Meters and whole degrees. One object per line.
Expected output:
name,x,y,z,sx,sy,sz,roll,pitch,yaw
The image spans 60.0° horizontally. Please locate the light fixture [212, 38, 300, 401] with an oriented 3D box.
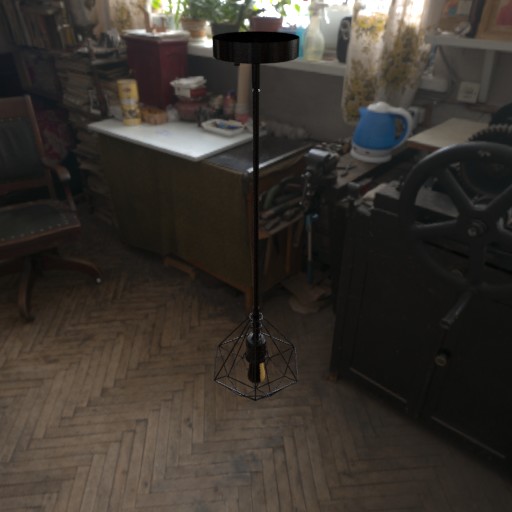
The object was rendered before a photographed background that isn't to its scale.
light fixture,0.000,0.000,1.975,0.431,1.764,0.487,1,33,1
